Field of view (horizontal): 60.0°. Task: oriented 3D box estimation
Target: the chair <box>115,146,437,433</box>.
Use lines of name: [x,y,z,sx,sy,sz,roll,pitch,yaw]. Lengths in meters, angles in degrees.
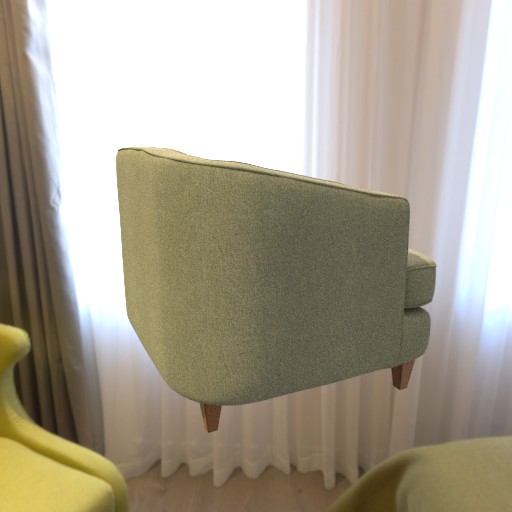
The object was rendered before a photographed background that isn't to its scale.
chair: [0.000,0.000,1.768,0.945,0.852,1.094,-7,16,-26]
